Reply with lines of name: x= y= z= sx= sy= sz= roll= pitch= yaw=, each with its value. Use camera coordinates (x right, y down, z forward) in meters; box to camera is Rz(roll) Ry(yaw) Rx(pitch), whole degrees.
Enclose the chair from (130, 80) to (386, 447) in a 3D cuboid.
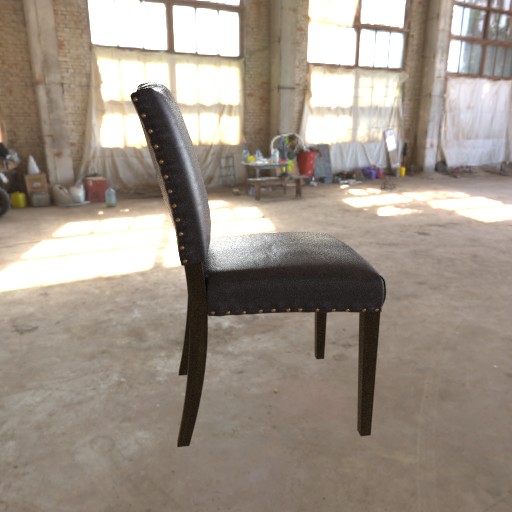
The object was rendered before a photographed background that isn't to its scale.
chair: x=0.000 y=0.000 z=1.353 sx=0.633 sy=0.991 sz=0.500 roll=-3 pitch=16 yaw=-9
